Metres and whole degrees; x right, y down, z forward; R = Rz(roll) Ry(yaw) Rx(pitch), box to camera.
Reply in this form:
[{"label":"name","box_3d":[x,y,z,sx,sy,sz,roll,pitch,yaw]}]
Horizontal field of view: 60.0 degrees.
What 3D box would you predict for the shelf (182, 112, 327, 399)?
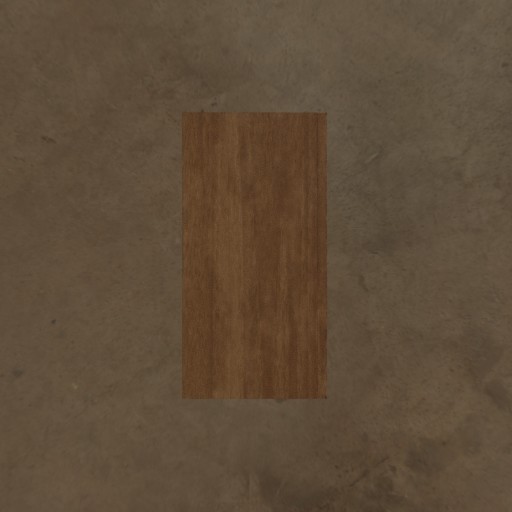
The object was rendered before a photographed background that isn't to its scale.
[{"label":"shelf","box_3d":[0.000,0.000,2.302,0.453,1.930,0.864,0,90,0]}]
